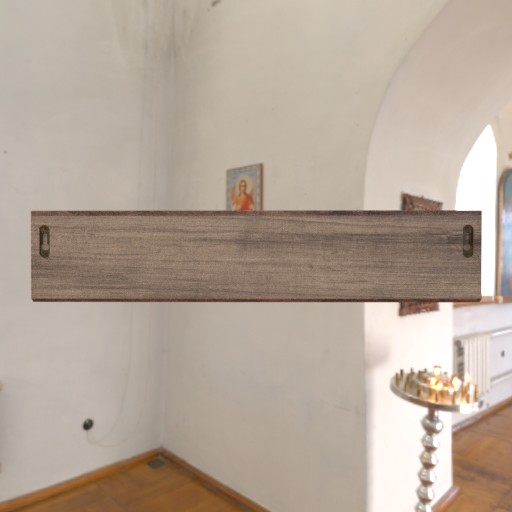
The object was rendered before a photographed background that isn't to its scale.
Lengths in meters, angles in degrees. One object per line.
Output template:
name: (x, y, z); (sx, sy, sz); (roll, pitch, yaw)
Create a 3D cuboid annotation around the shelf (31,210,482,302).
shelf: (0.000, 0.000, 0.699); (0.610, 0.125, 0.200); (0, 0, 1)
